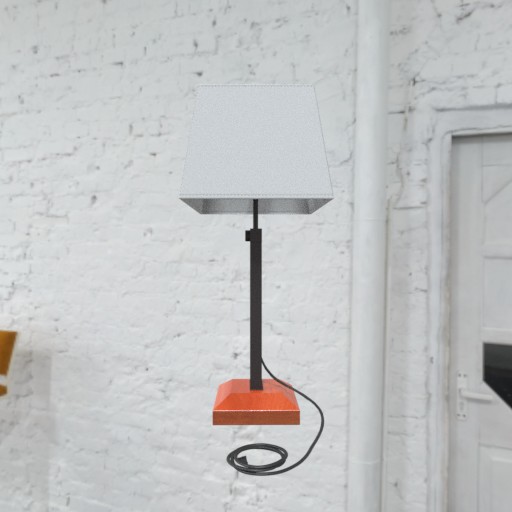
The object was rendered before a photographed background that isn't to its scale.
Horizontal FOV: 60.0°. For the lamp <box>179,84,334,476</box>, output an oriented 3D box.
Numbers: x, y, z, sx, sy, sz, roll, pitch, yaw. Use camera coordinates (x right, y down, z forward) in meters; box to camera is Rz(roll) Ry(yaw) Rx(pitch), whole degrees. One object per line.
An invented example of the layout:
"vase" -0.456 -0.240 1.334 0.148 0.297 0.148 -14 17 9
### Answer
"lamp" 0.000 0.000 0.988 0.310 0.737 0.498 0 0 0
